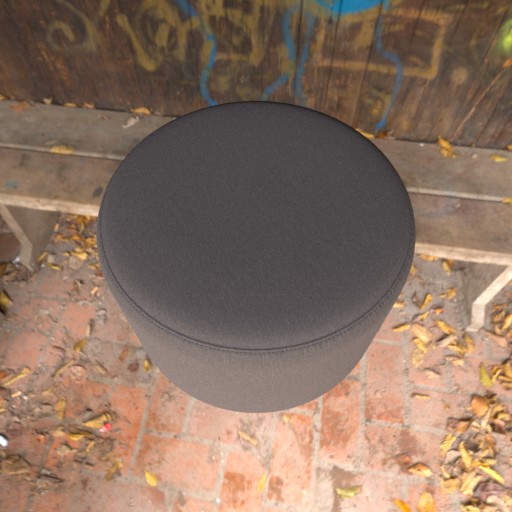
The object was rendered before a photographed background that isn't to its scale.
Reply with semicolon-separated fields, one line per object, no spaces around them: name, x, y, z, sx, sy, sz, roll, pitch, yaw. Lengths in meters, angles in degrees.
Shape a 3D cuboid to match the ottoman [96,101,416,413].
ottoman;0.000;0.000;0.987;0.608;0.433;0.608;0;58;0
